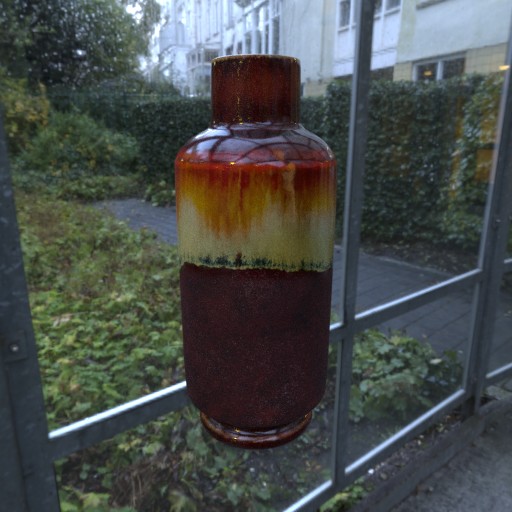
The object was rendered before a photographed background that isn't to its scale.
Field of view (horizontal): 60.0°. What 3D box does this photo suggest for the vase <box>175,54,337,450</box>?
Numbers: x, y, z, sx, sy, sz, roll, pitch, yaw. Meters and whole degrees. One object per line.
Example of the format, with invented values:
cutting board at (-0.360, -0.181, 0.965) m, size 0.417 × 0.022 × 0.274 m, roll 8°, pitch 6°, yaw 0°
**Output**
vase at (0.000, 0.000, 0.321) m, size 0.111 × 0.261 × 0.111 m, roll 0°, pitch 16°, yaw 0°
